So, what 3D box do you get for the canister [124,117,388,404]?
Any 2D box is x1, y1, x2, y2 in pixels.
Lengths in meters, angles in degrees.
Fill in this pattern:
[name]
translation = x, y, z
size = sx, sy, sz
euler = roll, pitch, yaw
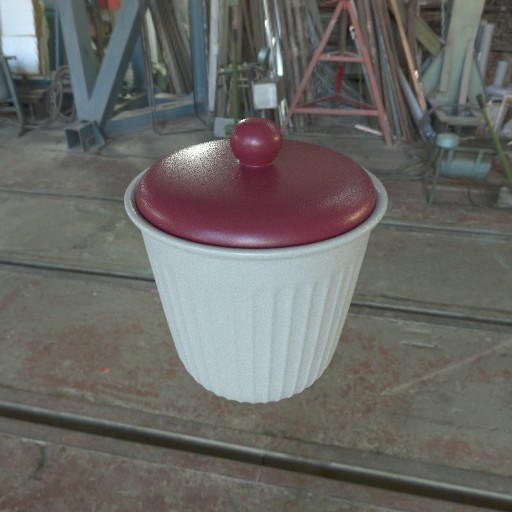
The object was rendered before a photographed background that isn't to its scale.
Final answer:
[canister]
translation = 0.000, 0.000, 0.344
size = 0.181, 0.211, 0.181
euler = 0, 32, 0
